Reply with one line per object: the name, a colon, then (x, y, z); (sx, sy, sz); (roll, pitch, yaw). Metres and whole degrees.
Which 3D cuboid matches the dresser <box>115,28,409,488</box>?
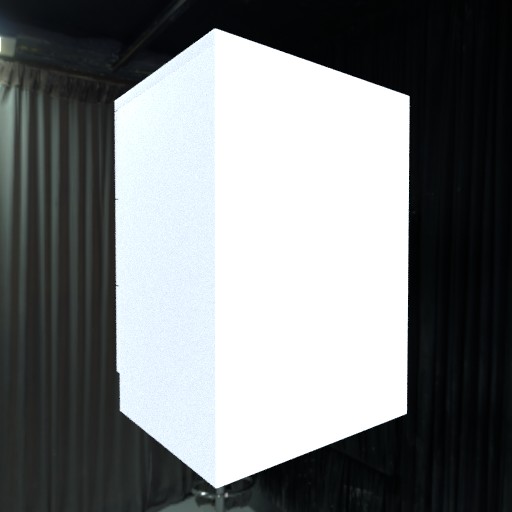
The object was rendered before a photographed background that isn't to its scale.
dresser: (0.000, 0.000, 0.803); (0.400, 0.560, 0.360); (-1, 2, -37)
